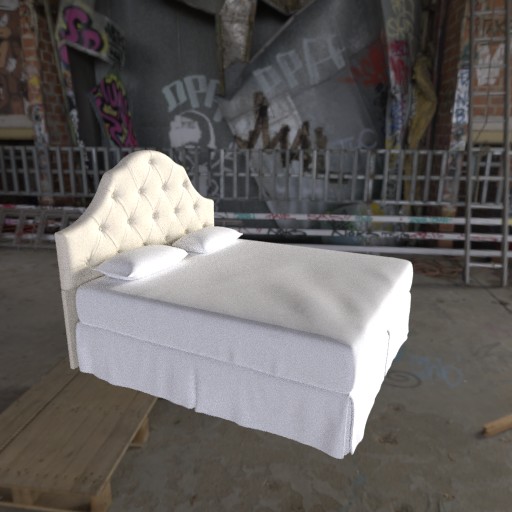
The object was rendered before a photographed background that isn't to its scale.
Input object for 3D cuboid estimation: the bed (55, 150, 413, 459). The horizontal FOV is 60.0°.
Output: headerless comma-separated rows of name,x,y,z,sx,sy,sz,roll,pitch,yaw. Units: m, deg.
bed,0.000,0.000,3.550,2.214,1.615,2.008,8,17,27
